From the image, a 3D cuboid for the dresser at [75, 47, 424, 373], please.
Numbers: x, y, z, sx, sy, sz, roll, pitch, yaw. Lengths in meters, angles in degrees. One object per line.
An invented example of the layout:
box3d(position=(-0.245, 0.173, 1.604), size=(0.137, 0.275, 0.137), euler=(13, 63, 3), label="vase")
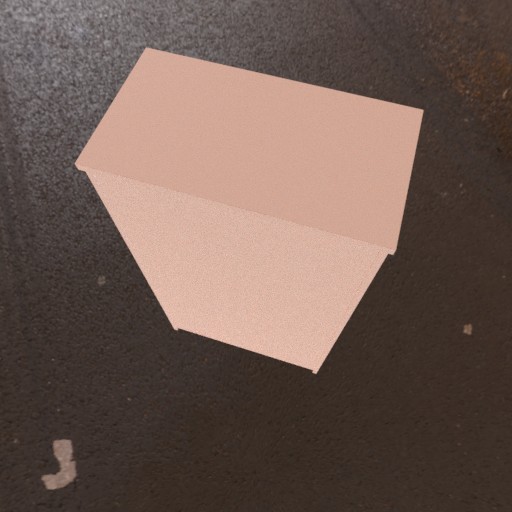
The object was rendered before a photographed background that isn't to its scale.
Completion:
box3d(position=(0.000, 0.000, 1.566), size=(0.704, 1.255, 0.399), euler=(16, 65, 8), label="dresser")
